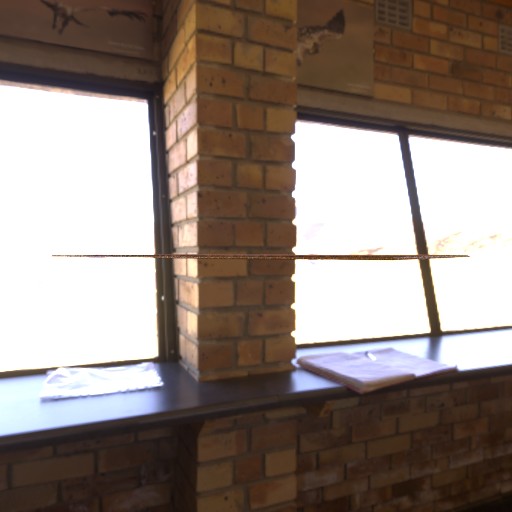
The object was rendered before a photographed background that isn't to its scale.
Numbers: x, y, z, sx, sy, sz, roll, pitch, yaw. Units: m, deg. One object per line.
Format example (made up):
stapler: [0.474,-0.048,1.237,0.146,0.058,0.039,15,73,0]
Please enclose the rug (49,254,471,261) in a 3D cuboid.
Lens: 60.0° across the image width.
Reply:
rug: [0.000,0.000,2.203,1.758,0.013,1.148,0,0,35]
